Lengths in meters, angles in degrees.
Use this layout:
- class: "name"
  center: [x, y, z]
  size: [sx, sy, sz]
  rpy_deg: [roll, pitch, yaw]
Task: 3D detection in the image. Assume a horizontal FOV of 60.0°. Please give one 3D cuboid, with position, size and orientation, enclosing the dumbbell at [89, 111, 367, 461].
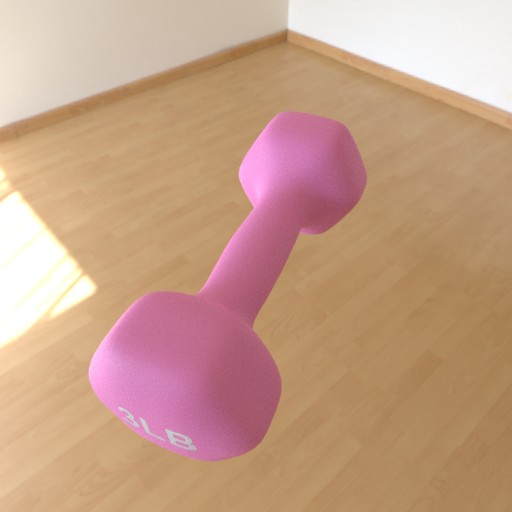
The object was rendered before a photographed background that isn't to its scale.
- class: "dumbbell"
  center: [0.000, 0.000, 0.184]
  size: [0.064, 0.058, 0.159]
  rpy_deg: [17, 49, 16]
